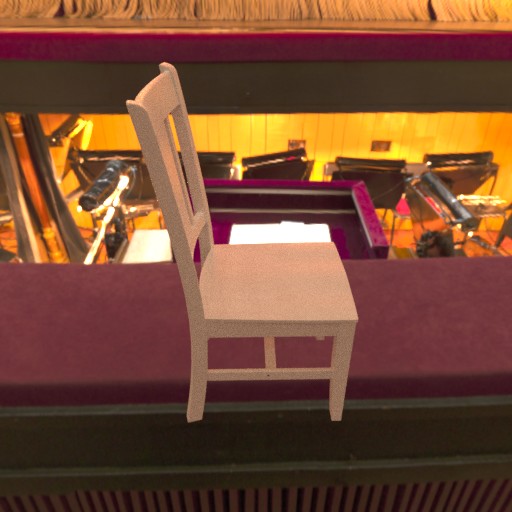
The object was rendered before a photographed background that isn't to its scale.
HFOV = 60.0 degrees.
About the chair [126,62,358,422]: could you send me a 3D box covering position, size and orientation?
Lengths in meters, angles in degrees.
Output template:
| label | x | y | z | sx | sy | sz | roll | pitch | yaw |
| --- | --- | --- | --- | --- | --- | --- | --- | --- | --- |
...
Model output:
| label | x | y | z | sx | sy | sz | roll | pitch | yaw |
| --- | --- | --- | --- | --- | --- | --- | --- | --- | --- |
| chair | 0.000 | 0.000 | 1.318 | 0.555 | 0.998 | 0.450 | -1 | 33 | -1 |
